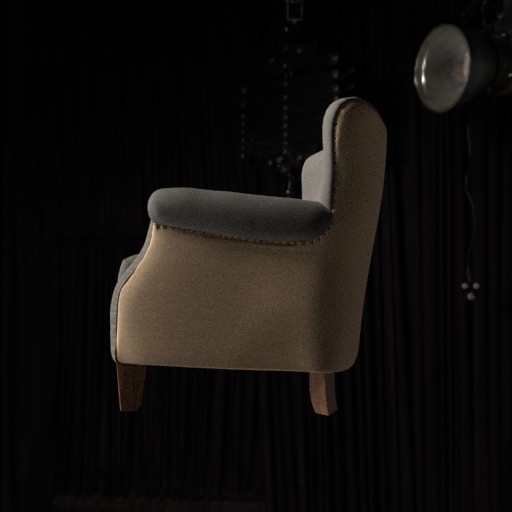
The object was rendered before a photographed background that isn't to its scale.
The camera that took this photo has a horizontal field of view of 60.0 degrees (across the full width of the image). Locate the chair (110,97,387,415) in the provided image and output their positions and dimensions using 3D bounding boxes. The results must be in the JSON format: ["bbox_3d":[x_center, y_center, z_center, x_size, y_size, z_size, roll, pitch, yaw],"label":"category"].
[{"bbox_3d":[0.000,0.000,1.661,0.921,0.936,0.861,0,0,1],"label":"chair"}]
